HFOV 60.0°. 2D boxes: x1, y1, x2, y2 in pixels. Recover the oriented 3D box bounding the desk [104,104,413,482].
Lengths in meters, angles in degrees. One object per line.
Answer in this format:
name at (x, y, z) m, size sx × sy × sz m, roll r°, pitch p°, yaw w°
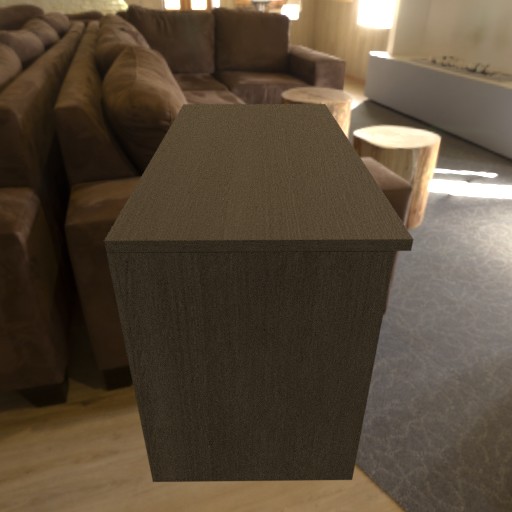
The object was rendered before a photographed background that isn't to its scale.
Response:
desk at (0.000, 0.000, 1.456) m, size 0.557 × 0.729 × 1.099 m, roll 0°, pitch 31°, yaw -1°
